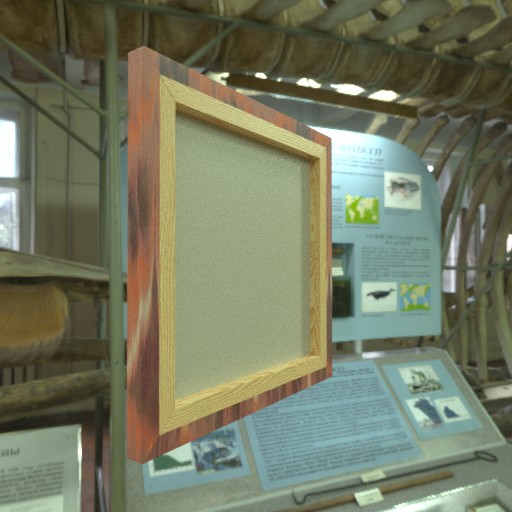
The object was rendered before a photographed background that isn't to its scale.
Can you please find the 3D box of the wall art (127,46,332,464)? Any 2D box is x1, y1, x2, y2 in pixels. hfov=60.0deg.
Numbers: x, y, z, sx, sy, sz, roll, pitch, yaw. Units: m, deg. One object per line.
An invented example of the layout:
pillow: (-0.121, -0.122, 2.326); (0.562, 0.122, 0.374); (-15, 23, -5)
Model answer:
wall art: (0.000, 0.000, 0.896); (0.037, 0.609, 0.603); (0, -1, 36)
